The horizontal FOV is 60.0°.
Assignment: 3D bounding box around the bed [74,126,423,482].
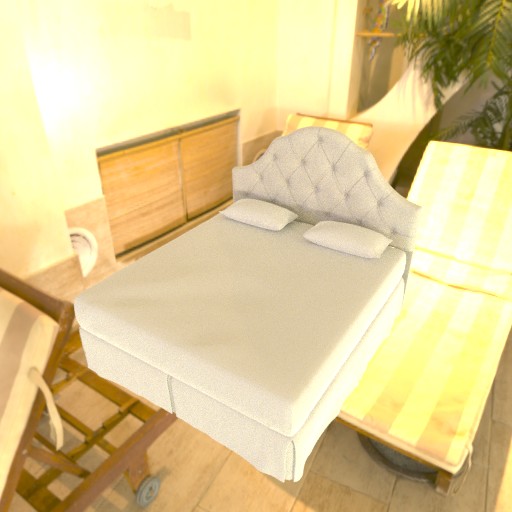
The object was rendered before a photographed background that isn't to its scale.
[{"bbox_3d":[0.000,0.000,3.557,2.008,1.615,2.214,18,34,28],"label":"bed"}]
